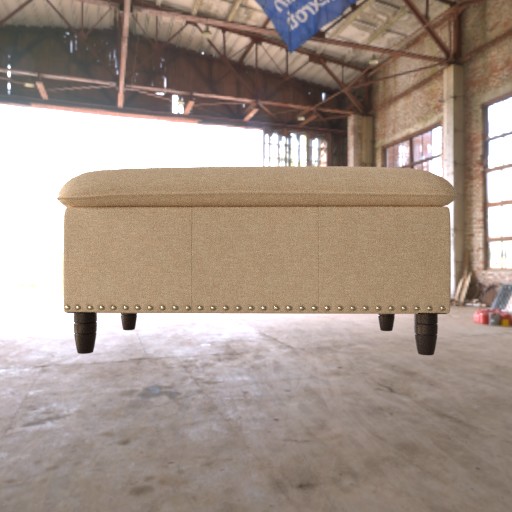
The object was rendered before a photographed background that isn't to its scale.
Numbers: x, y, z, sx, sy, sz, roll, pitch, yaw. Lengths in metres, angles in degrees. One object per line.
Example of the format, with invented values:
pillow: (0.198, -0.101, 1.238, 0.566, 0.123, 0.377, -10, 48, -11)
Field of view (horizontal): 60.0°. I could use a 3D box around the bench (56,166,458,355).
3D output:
bench: (0.000, 0.000, 1.274, 0.991, 0.483, 0.483, 0, 0, 1)
